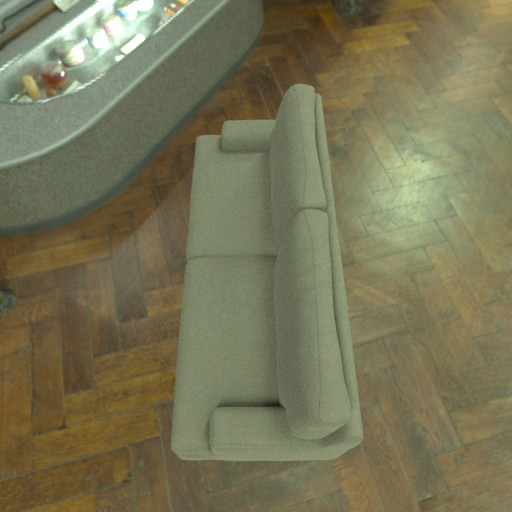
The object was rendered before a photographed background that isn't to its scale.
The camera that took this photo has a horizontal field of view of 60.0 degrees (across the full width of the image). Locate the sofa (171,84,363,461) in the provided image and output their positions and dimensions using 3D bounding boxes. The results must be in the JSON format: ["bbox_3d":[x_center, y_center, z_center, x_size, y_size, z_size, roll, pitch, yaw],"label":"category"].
[{"bbox_3d":[0.000,0.000,2.862,0.962,0.980,2.354,0,59,0],"label":"sofa"}]
